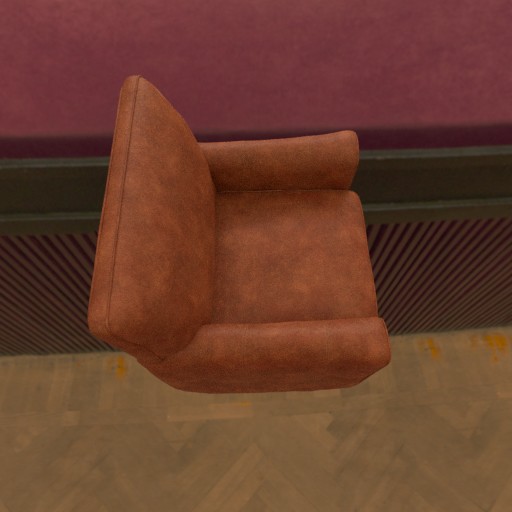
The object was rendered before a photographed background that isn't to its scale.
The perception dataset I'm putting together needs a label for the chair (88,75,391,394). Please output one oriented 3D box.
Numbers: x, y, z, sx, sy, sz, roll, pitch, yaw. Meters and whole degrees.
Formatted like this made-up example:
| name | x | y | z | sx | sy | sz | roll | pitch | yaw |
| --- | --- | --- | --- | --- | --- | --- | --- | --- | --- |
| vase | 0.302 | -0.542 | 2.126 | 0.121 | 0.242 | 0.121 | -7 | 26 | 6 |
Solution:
| name | x | y | z | sx | sy | sz | roll | pitch | yaw |
| --- | --- | --- | --- | --- | --- | --- | --- | --- | --- |
| chair | 0.000 | 0.000 | 1.604 | 0.823 | 0.943 | 0.870 | -1 | 64 | -1 |
